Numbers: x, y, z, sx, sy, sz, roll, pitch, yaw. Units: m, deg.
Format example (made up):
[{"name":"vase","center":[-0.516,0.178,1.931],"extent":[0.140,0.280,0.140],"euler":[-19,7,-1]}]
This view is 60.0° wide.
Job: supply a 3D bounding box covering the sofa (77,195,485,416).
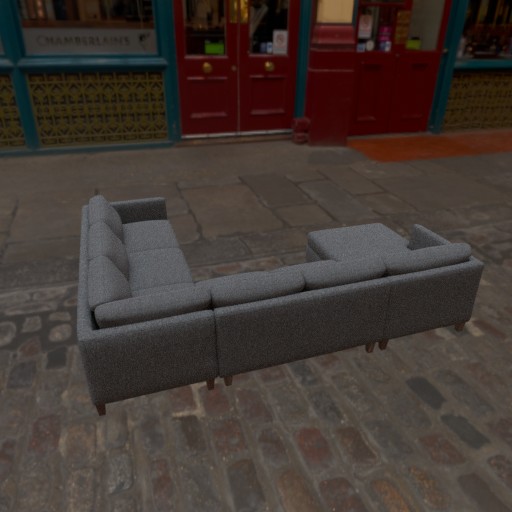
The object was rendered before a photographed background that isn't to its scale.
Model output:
[{"name":"sofa","center":[0.000,0.000,4.413],"extent":[3.238,0.853,2.551],"euler":[-9,29,-16]}]
